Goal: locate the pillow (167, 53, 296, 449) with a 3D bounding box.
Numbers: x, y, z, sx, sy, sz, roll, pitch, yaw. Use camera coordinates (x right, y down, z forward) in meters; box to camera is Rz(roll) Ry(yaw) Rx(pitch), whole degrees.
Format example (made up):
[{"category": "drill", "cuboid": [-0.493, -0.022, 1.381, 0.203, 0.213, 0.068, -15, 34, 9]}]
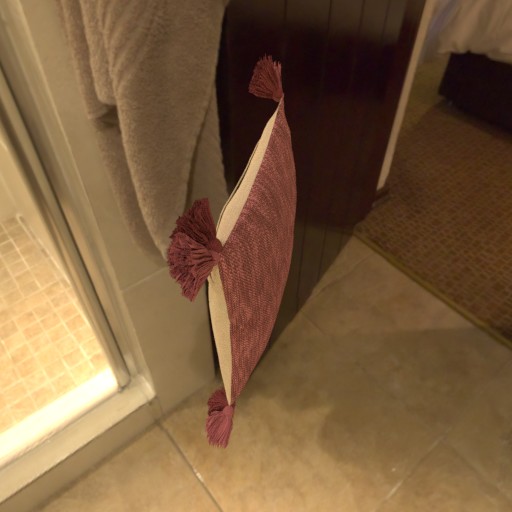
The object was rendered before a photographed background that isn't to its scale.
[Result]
[{"category": "pillow", "cuboid": [0.000, 0.000, 0.953, 0.138, 0.659, 0.641, 10, 48, 9]}]
